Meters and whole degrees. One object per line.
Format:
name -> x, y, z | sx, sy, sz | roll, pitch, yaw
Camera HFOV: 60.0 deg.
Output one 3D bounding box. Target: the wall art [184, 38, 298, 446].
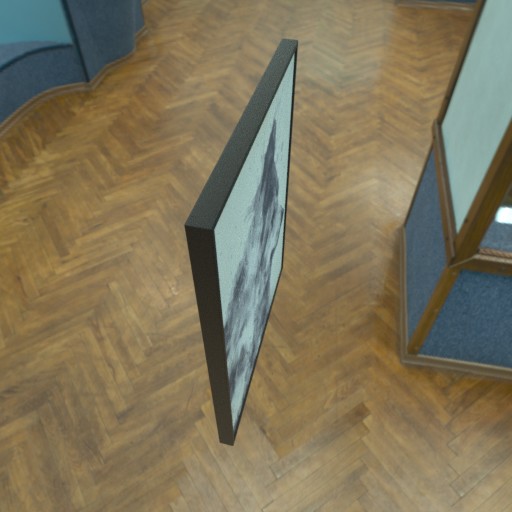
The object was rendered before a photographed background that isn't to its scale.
wall art -> 0.000, 0.000, 0.764 | 0.028, 0.551, 0.451 | 10, 48, 9
